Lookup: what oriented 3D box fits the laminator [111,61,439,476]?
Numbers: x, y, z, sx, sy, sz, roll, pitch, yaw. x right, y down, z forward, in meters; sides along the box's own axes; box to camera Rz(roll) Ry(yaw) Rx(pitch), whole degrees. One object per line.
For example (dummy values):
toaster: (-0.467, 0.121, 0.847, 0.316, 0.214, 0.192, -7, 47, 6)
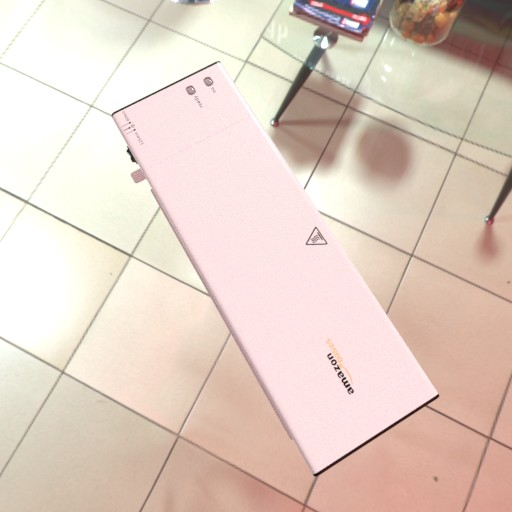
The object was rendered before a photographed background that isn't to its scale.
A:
laminator: (0.000, 0.000, 0.390, 0.123, 0.062, 0.340, -29, 77, -7)
